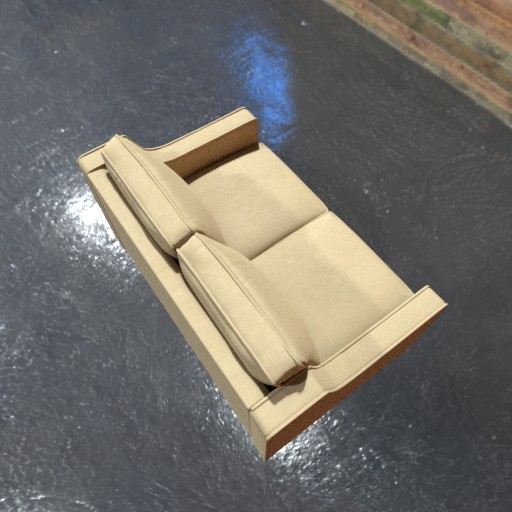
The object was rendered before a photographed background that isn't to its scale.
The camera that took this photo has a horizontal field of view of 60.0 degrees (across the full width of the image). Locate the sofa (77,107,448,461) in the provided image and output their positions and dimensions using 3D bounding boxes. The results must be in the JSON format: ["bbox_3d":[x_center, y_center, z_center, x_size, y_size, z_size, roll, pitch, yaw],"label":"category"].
[{"bbox_3d":[0.000,0.000,2.177,0.987,0.971,1.501,-32,64,-17],"label":"sofa"}]
